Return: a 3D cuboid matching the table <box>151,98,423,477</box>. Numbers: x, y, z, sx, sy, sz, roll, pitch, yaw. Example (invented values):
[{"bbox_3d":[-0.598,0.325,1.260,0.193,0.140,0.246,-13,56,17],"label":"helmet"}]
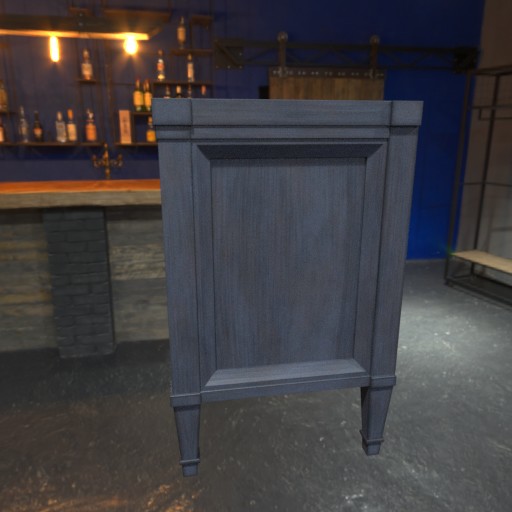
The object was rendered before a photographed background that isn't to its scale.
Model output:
[{"bbox_3d":[0.000,0.000,1.052,0.413,0.660,0.660,-3,16,-9],"label":"table"}]
